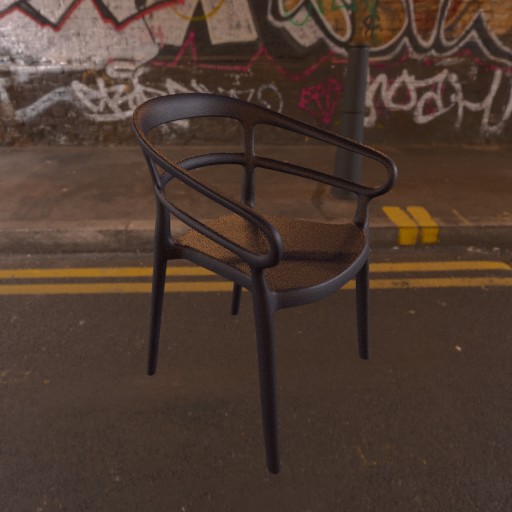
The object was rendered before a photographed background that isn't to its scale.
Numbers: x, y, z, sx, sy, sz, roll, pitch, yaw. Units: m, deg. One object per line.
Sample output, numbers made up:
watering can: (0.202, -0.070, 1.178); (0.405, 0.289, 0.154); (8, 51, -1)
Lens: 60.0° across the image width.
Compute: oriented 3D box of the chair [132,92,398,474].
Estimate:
chair: (0.000, 0.000, 1.151); (0.527, 0.761, 0.559); (18, 32, 32)
